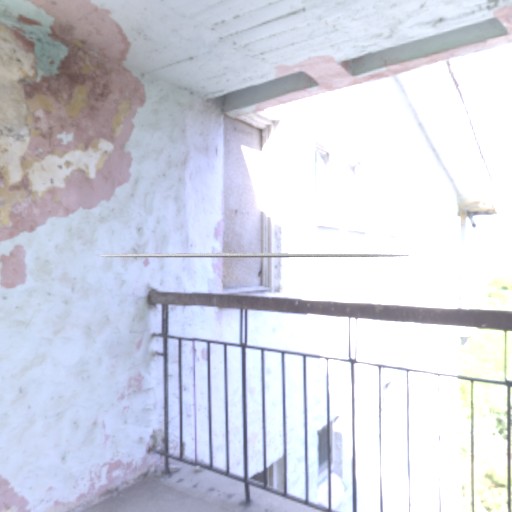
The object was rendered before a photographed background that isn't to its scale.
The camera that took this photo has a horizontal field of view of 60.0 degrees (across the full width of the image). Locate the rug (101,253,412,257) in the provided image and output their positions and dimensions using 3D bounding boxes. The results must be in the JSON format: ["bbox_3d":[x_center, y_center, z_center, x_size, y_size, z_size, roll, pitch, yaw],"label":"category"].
[{"bbox_3d":[0.000,0.000,2.406,1.593,0.012,1.593,0,0,0],"label":"rug"}]
